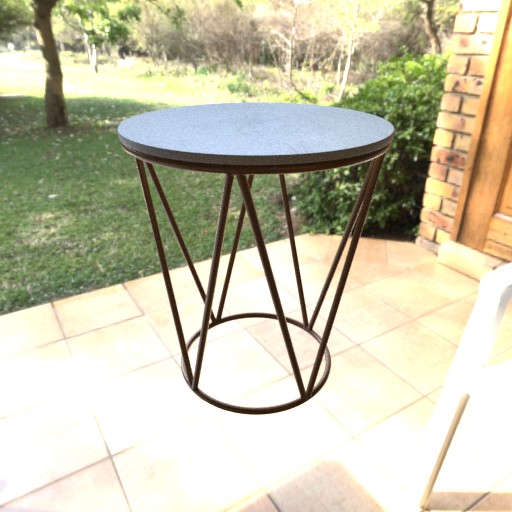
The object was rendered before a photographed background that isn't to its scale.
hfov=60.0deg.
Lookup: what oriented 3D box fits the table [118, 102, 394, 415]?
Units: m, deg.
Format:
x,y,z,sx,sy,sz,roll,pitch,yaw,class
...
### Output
x,y,z,sx,sy,sz,roll,pitch,yaw,class
0.000,0.000,0.958,0.500,0.564,0.500,0,27,0,table
